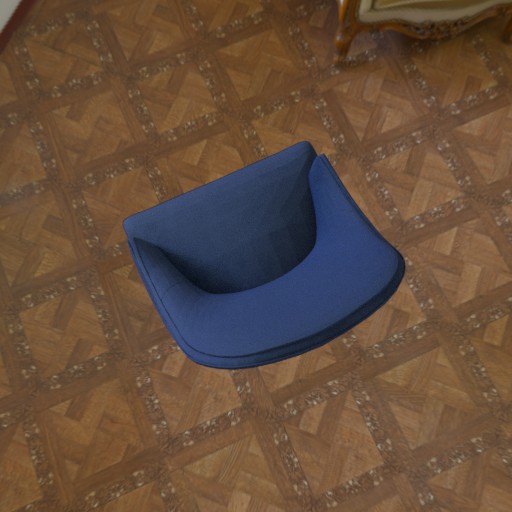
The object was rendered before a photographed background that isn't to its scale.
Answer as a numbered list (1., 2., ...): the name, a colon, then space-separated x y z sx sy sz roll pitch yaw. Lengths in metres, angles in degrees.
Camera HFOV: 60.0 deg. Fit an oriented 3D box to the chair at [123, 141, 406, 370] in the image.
1. chair: 0.000 0.000 1.245 0.643 0.889 0.575 -25 78 -6
